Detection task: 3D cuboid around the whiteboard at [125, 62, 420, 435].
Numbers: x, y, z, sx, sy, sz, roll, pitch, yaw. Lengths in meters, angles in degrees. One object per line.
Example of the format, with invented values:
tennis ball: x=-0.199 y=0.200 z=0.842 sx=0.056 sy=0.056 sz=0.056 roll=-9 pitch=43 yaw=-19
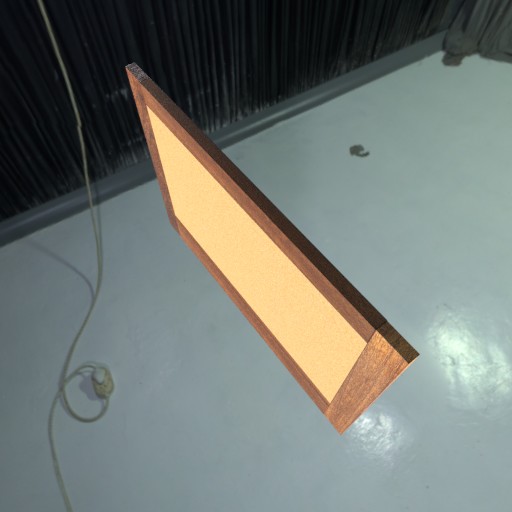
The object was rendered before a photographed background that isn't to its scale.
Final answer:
whiteboard: x=0.000 y=0.000 z=1.004 sx=0.083 sy=0.559 sz=0.783 roll=-33 pitch=64 yaw=-18
